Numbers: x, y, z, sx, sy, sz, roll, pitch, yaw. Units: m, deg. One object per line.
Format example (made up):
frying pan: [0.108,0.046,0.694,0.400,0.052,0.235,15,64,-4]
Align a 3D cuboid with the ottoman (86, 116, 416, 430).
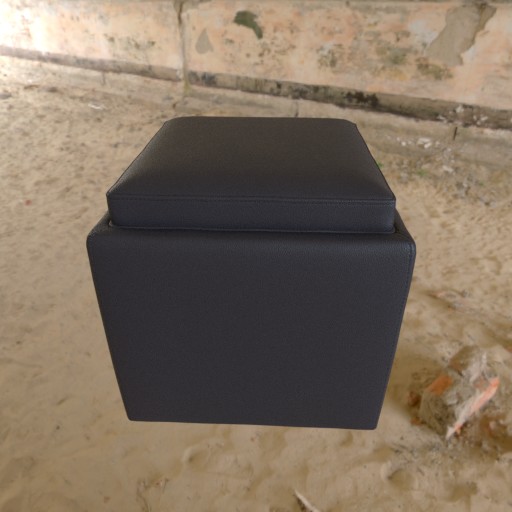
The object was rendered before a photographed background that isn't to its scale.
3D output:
ottoman: [0.000,0.000,0.840,0.451,0.460,0.450,1,31,2]
